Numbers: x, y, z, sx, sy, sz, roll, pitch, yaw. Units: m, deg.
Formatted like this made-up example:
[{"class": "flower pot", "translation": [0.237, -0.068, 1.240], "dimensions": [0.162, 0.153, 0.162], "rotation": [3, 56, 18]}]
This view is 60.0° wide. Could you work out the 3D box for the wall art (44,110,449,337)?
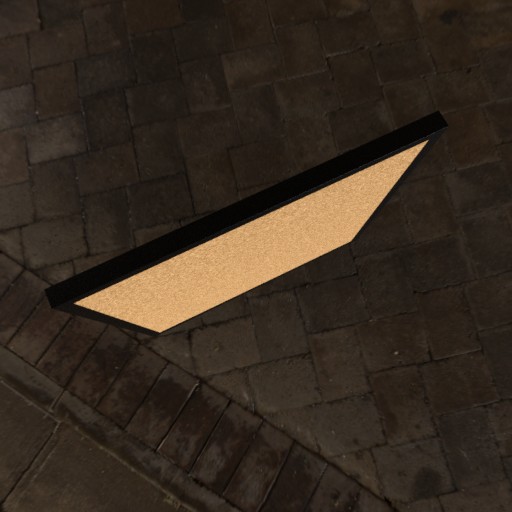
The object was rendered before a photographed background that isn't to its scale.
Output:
[{"class": "wall art", "translation": [0.000, 0.000, 1.130], "dimensions": [0.756, 0.755, 0.036], "rotation": [-25, 78, -6]}]
